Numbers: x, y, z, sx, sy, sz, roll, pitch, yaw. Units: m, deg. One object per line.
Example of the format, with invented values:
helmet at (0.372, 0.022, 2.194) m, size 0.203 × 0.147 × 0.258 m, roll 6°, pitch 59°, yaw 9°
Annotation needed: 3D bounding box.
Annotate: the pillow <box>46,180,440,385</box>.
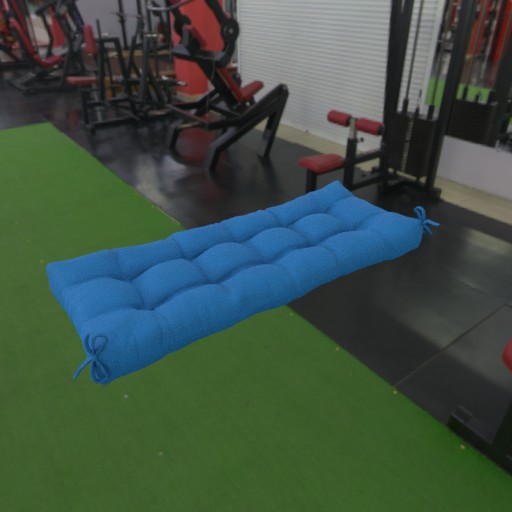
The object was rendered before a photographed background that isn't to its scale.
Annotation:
pillow at (0.000, 0.000, 1.357) m, size 1.194 × 0.174 × 0.511 m, roll -20°, pitch 37°, yaw -29°
